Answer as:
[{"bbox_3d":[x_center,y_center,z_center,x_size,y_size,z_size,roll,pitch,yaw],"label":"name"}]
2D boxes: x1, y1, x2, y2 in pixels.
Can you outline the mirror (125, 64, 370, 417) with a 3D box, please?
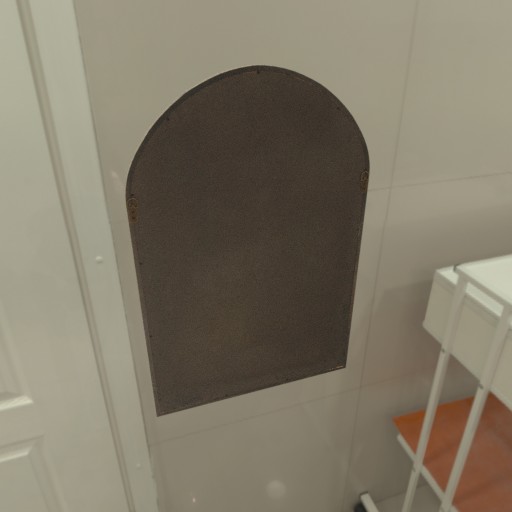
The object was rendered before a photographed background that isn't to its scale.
[{"bbox_3d":[0.000,0.000,1.151,0.609,0.915,0.032,-9,29,-17],"label":"mirror"}]
